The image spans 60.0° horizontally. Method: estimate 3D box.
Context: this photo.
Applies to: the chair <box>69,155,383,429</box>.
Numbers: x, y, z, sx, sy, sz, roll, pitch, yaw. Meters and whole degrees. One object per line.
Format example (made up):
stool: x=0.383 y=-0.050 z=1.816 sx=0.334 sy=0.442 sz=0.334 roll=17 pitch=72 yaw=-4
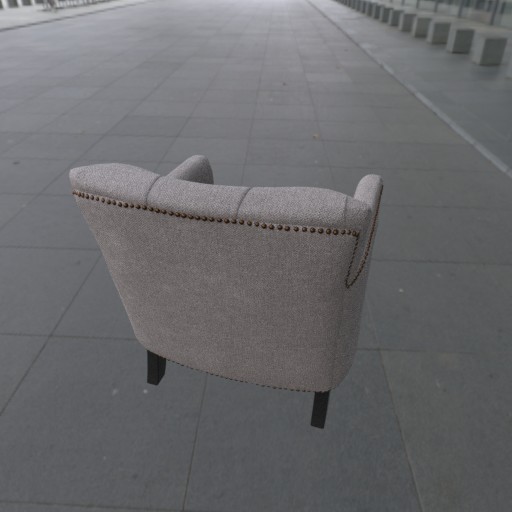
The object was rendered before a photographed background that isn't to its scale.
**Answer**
chair: x=0.000 y=0.000 z=1.468 sx=0.737 sy=0.823 sz=0.902 roll=10 pitch=34 yaw=15
